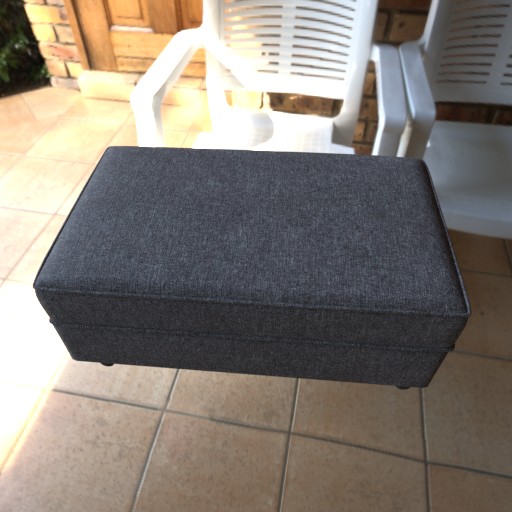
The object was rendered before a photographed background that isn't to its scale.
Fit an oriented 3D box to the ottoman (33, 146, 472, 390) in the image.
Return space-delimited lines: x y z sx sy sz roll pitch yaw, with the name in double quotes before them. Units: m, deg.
"ottoman" 0.000 0.000 1.524 1.184 0.487 0.717 4 47 3
